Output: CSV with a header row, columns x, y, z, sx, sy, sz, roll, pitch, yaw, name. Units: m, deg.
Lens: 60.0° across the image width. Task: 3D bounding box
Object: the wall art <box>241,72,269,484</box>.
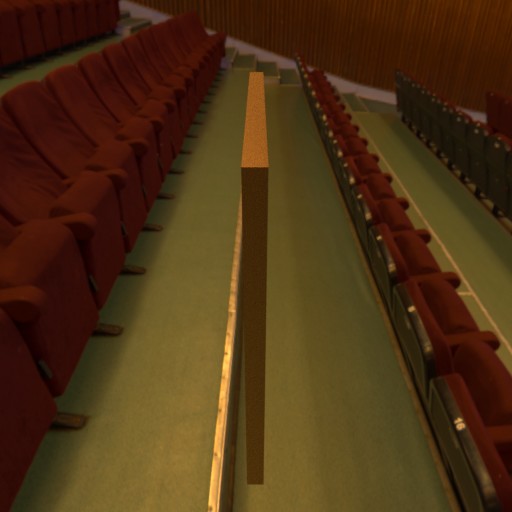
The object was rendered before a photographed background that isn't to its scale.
x,y,z,sx,sy,sz,roll,pitch,yaw,name
0.000,0.000,1.140,0.038,0.762,0.762,0,32,0,wall art
